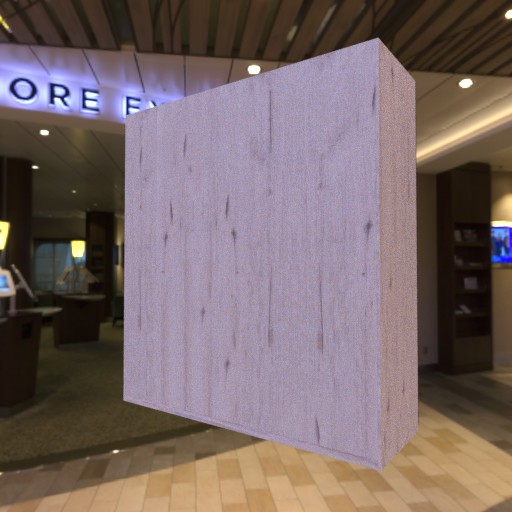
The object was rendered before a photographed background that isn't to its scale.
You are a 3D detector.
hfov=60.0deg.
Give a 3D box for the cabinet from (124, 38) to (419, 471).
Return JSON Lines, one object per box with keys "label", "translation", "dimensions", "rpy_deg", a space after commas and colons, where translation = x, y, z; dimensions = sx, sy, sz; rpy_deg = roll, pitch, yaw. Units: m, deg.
{"label": "cabinet", "translation": [0.000, 0.000, 3.077], "dimensions": [2.000, 2.180, 0.660], "rpy_deg": [-1, -2, 36]}
